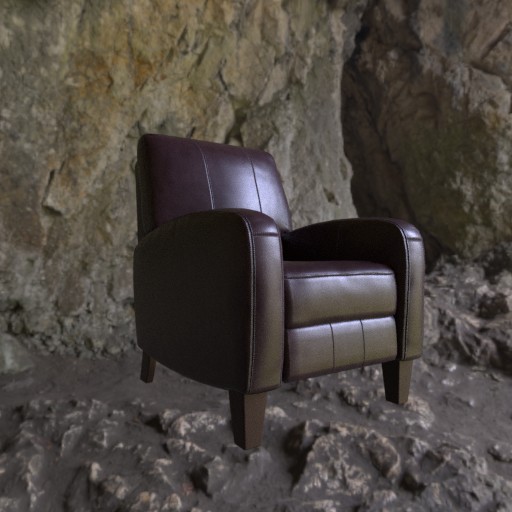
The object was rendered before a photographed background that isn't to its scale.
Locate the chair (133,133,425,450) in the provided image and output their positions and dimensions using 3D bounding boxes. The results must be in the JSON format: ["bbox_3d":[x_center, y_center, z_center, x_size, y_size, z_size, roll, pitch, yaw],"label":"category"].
[{"bbox_3d":[0.000,0.000,1.666,0.762,0.990,0.990,0,1,-34],"label":"chair"}]
